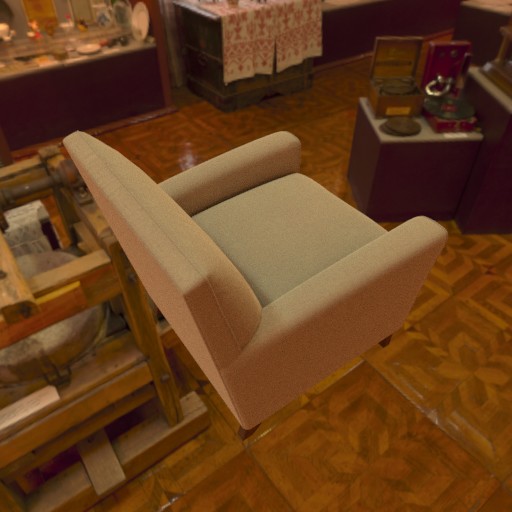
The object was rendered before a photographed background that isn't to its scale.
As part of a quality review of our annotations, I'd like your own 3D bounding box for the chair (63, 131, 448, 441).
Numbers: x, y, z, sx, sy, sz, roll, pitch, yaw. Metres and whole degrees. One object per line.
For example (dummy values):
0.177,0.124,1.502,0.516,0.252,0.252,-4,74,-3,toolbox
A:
0.000,0.000,1.534,0.871,0.846,0.840,-25,48,-25,chair
